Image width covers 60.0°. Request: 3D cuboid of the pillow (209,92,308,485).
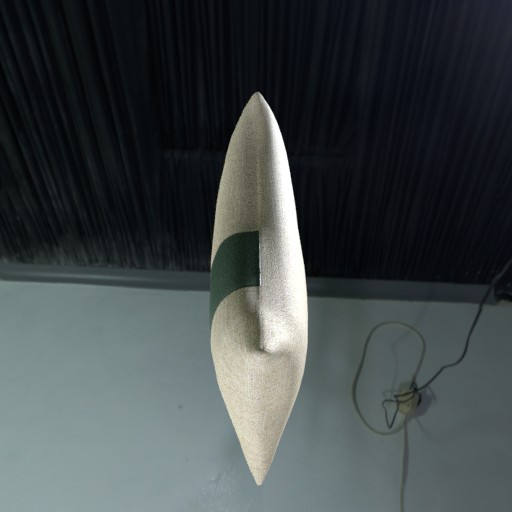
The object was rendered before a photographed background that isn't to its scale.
[{"bbox_3d":[0.000,0.000,1.011,0.197,0.429,0.859,0,41,0],"label":"pillow"}]
